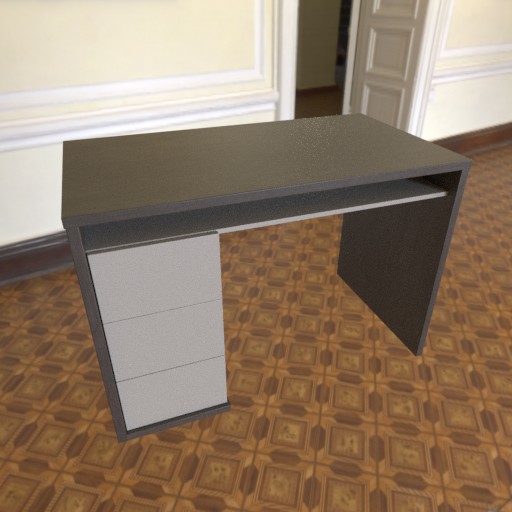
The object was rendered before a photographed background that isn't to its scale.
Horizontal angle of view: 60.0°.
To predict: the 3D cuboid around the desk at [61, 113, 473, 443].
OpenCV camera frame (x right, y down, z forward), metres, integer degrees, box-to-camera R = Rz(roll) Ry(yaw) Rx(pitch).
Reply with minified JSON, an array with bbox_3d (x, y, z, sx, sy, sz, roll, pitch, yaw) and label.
[{"bbox_3d":[0.000,0.000,1.535,1.100,0.750,0.600,-11,33,-17],"label":"desk"}]
